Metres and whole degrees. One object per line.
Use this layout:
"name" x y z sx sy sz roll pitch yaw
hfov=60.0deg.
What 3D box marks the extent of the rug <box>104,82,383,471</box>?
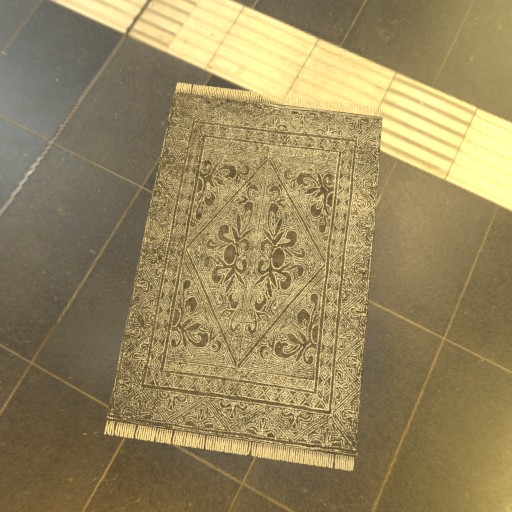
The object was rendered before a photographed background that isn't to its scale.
"rug" 0.000 0.000 2.934 1.529 0.010 2.440 8 76 2
